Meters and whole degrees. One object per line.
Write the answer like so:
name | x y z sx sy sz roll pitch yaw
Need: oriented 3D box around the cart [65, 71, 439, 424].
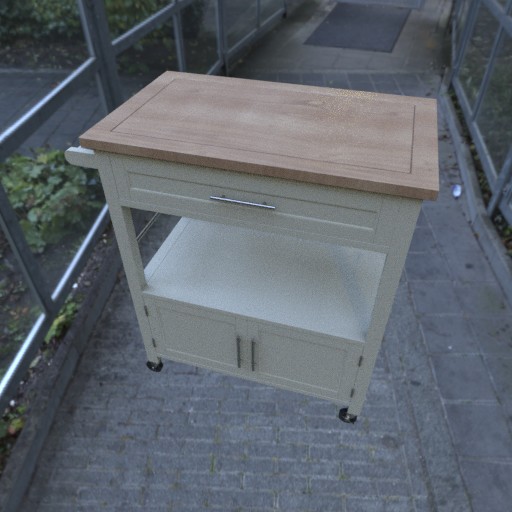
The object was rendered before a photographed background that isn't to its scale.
cart | 0.000 0.000 1.366 0.840 0.901 0.459 11 42 12
